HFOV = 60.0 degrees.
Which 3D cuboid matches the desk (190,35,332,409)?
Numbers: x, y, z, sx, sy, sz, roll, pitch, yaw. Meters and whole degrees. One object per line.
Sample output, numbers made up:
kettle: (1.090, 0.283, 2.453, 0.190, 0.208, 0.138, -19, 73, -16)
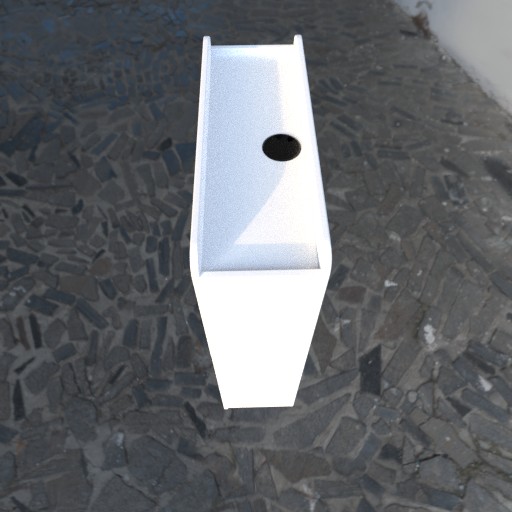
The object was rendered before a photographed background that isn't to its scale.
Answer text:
desk: (0.000, 0.000, 1.563, 0.278, 1.190, 0.795, -1, 58, -1)
